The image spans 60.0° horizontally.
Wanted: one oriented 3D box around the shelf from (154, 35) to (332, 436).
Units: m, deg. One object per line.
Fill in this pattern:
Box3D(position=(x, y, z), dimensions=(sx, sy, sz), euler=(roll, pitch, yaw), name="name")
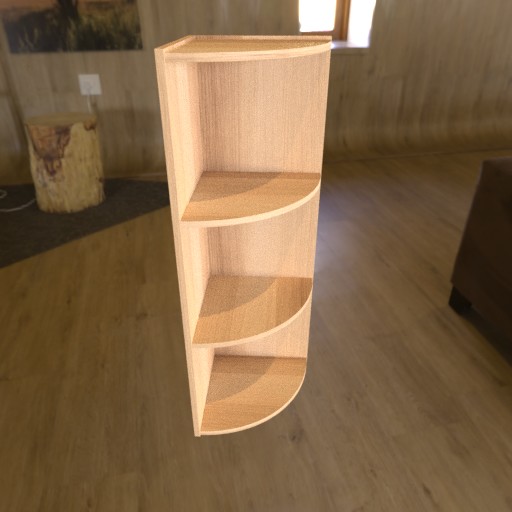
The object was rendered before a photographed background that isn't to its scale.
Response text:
Box3D(position=(0.000, 0.000, 0.997), dimensions=(0.290, 0.872, 0.290), euler=(1, 30, 3), name="shelf")
